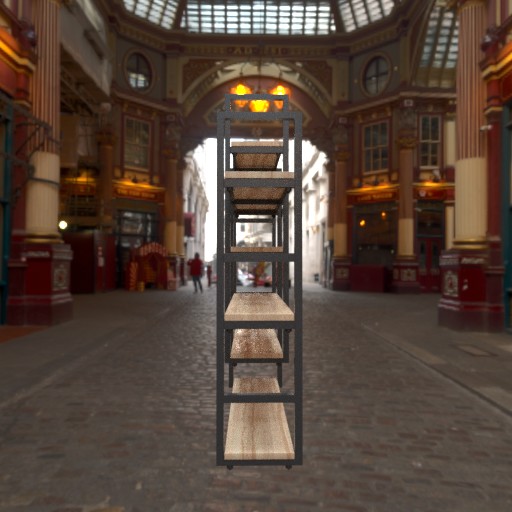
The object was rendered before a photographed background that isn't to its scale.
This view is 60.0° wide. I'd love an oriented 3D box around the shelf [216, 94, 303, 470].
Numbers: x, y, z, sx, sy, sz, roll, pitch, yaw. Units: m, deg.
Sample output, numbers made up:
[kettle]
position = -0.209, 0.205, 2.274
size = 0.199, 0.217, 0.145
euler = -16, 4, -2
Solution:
[shelf]
position = 0.000, 0.000, 1.412
size = 0.183, 0.921, 0.946
euler = 0, -1, -1
